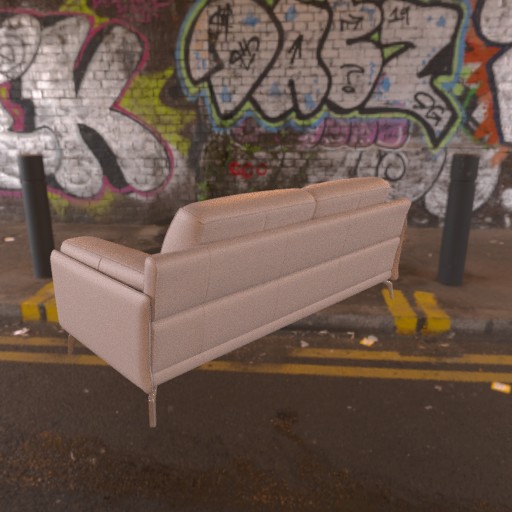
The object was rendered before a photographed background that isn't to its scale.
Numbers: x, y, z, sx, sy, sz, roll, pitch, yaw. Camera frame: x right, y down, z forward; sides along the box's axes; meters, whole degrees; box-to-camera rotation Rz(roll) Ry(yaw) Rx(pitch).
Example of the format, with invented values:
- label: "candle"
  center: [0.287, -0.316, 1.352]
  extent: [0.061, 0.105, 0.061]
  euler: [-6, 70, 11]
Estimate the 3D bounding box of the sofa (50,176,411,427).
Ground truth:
- label: "sofa"
  center: [0.000, 0.000, 2.683]
  extent: [1.049, 0.930, 2.101]
  euler: [16, 23, 43]
